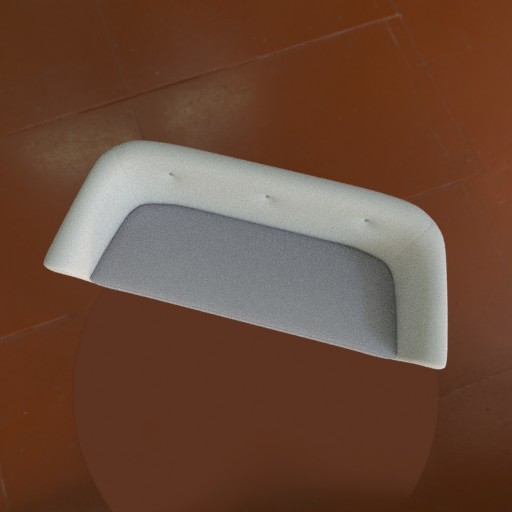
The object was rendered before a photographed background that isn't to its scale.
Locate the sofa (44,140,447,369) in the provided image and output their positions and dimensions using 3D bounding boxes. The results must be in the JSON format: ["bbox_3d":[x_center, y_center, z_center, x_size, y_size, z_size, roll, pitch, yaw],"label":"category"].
[{"bbox_3d":[0.000,0.000,2.583,2.160,0.795,0.827,14,76,4],"label":"sofa"}]
